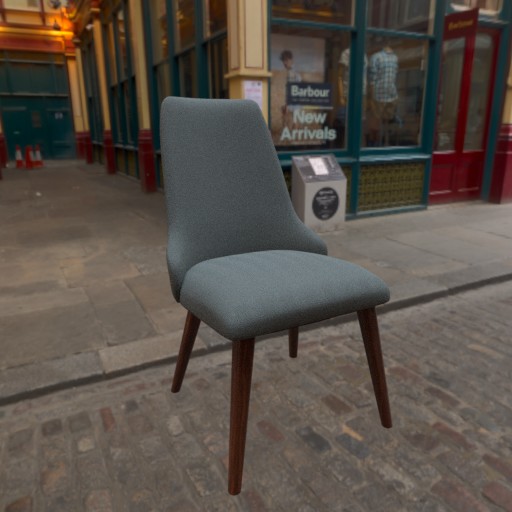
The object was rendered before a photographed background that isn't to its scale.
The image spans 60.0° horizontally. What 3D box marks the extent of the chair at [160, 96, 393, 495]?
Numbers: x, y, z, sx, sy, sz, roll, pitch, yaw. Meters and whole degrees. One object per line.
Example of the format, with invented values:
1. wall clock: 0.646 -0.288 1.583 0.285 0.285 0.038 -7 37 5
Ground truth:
1. chair: 0.000 0.000 1.318 0.535 0.918 0.707 -9 19 -27
